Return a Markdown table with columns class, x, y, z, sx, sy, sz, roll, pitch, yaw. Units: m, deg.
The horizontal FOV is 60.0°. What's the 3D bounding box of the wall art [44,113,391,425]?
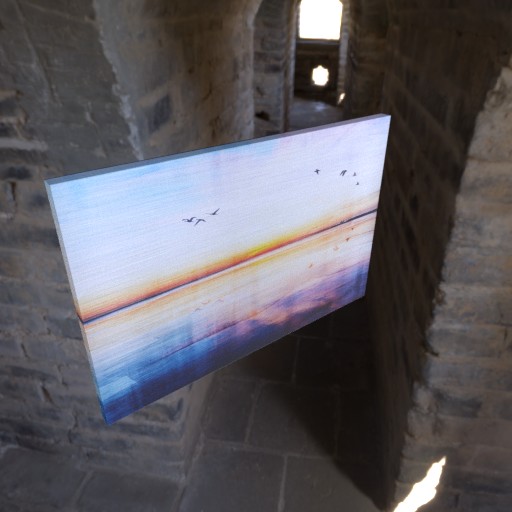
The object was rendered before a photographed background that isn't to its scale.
| class | x | y | z | sx | sy | sz | roll | pitch | yaw |
| --- | --- | --- | --- | --- | --- | --- | --- | --- | --- |
| wall art | 0.000 | 0.000 | 1.157 | 0.911 | 0.605 | 0.037 | -20 | 35 | -31 |
